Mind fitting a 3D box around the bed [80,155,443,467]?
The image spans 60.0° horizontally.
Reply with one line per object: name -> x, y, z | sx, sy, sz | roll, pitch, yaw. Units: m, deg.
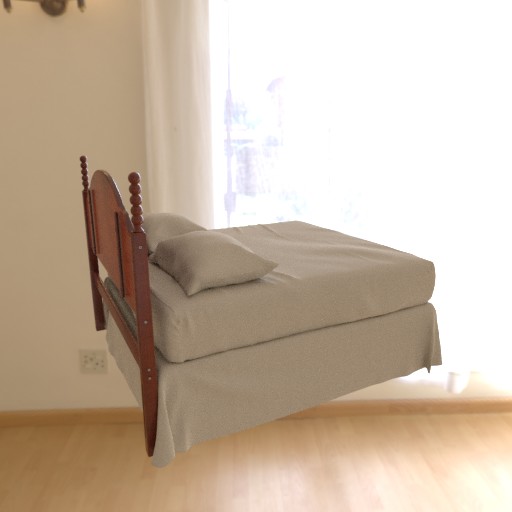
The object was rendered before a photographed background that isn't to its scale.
bed -> 0.000, 0.000, 3.117 | 2.040, 1.356, 1.873 | -8, 17, -27
